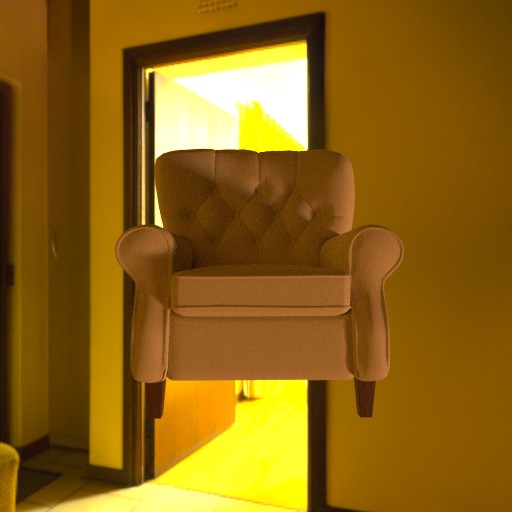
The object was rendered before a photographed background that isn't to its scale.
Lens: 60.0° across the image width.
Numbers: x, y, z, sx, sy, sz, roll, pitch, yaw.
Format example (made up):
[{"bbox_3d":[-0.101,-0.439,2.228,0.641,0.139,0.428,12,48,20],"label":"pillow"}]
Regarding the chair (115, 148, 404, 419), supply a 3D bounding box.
[{"bbox_3d":[0.000,0.000,2.033,1.035,1.169,1.132,0,0,-1],"label":"chair"}]
